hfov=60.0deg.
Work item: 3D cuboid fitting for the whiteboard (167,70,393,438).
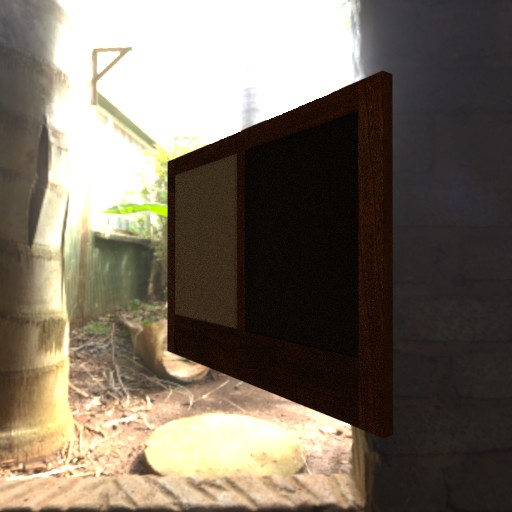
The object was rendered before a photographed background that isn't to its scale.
[{"bbox_3d":[0.000,0.000,1.000,0.083,0.553,0.768,0,0,-36],"label":"whiteboard"}]
